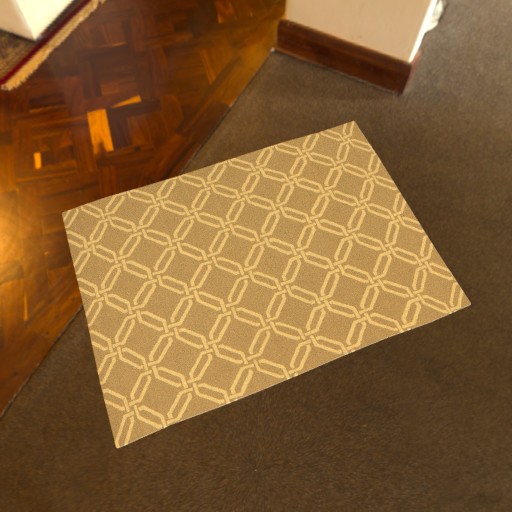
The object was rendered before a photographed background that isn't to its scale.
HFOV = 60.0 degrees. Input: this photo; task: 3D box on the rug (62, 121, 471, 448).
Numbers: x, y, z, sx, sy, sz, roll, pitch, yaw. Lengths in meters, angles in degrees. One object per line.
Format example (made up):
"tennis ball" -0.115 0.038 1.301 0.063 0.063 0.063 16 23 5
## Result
"rug" 0.000 0.000 2.738 2.135 0.013 1.524 -20 66 -9
